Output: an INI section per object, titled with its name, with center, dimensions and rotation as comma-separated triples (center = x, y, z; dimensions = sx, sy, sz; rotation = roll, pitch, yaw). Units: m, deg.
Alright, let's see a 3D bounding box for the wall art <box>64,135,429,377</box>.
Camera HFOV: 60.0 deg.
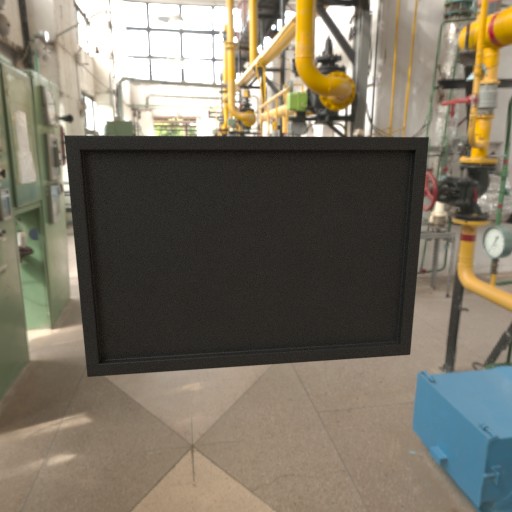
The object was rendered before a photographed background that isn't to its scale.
[wall art]
center = 0.000, 0.000, 0.579
dimensions = 0.443, 0.301, 0.021
rotation = -2, 13, -8
